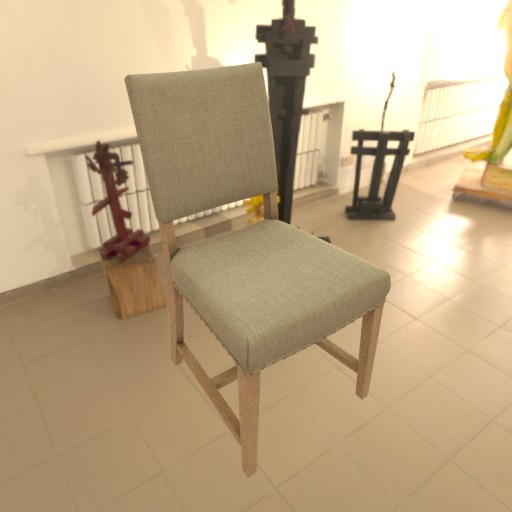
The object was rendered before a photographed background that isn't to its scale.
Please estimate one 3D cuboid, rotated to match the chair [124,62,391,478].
[{"bbox_3d":[0.000,0.000,1.324,0.508,0.986,0.622,-21,36,-31],"label":"chair"}]
